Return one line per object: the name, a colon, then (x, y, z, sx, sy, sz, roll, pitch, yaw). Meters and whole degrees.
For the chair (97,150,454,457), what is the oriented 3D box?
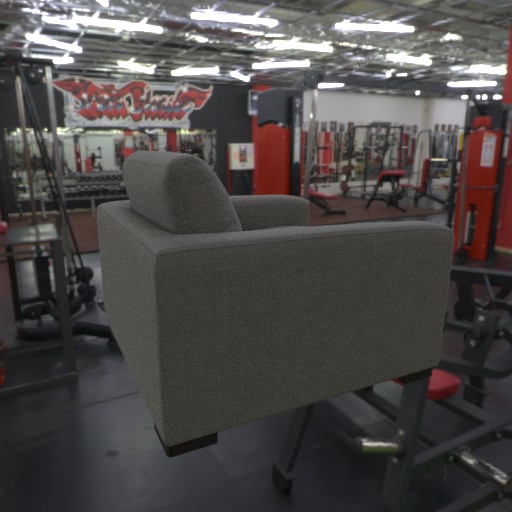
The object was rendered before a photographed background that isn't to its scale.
chair: (0.000, 0.000, 1.831, 1.100, 0.847, 1.070, -7, 15, -26)
